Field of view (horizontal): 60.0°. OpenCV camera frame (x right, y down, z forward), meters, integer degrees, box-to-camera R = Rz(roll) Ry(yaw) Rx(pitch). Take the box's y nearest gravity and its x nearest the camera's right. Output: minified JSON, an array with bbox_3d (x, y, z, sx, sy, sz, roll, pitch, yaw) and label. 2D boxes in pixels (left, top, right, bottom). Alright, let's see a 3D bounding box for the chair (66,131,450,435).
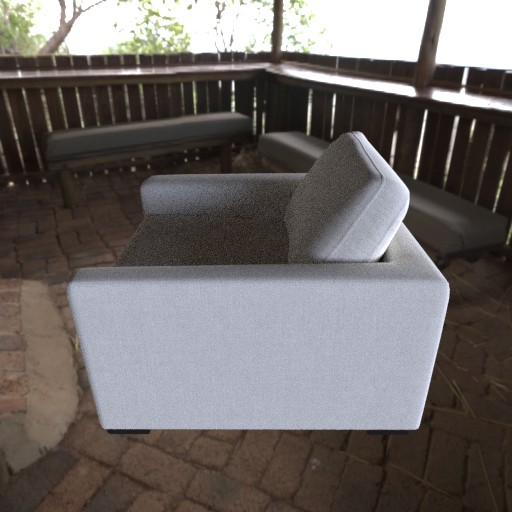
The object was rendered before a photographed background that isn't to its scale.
[{"bbox_3d":[0.000,0.000,1.782,1.100,0.876,1.070,0,27,0],"label":"chair"}]
